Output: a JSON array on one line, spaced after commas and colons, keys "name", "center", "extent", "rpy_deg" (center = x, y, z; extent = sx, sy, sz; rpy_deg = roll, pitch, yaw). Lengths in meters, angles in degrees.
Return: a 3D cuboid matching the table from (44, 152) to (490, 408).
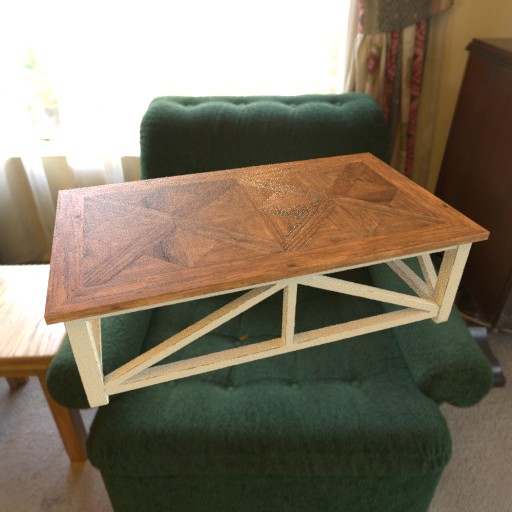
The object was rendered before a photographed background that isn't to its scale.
[{"name": "table", "center": [0.000, 0.000, 1.745], "extent": [1.400, 0.410, 0.800], "rpy_deg": [-10, 35, -15]}]
